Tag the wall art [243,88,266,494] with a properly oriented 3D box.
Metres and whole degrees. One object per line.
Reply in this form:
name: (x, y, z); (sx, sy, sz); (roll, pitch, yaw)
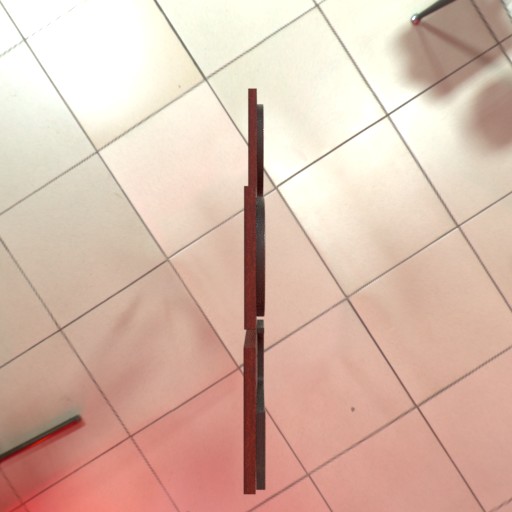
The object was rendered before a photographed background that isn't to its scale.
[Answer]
wall art: (0.000, 0.000, 0.841); (0.030, 0.497, 0.635); (0, 91, 0)
